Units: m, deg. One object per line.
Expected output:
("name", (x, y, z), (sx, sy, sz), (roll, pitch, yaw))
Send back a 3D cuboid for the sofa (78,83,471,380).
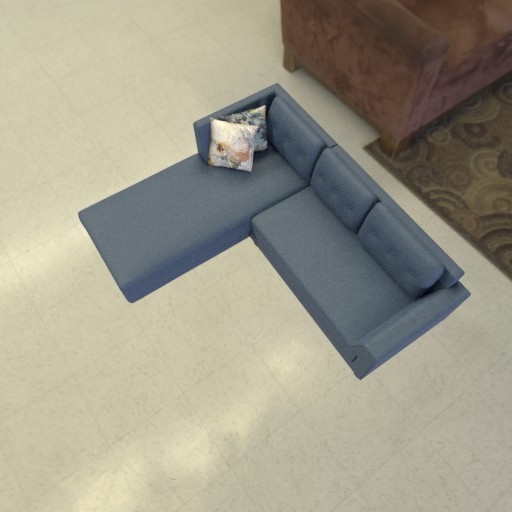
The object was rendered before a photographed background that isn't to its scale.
("sofa", (0.000, 0.000, 3.119), (1.829, 0.787, 2.120), (-30, 66, -15))
